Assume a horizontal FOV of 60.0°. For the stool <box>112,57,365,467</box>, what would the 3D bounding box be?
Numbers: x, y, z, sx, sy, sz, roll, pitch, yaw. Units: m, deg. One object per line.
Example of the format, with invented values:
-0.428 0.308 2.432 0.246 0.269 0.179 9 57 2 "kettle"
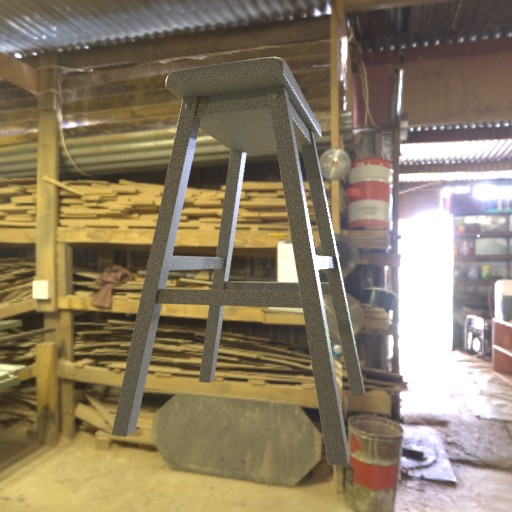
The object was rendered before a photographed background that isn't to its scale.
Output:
0.000 0.000 1.058 0.476 0.737 0.457 0 -1 17 "stool"
